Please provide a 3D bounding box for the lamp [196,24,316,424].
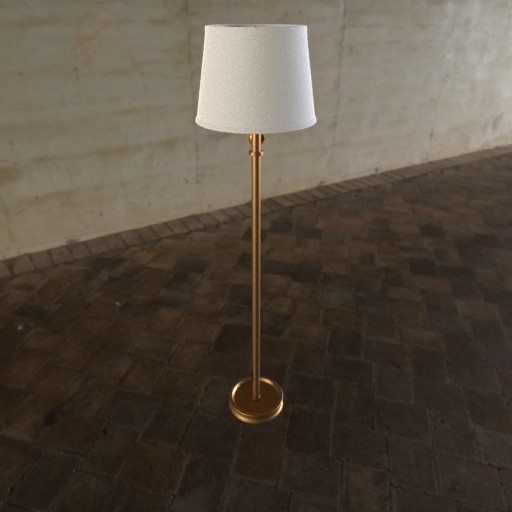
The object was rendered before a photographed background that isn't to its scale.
[{"bbox_3d":[0.000,0.000,0.769,0.178,0.710,0.178,0,29,0],"label":"lamp"}]
